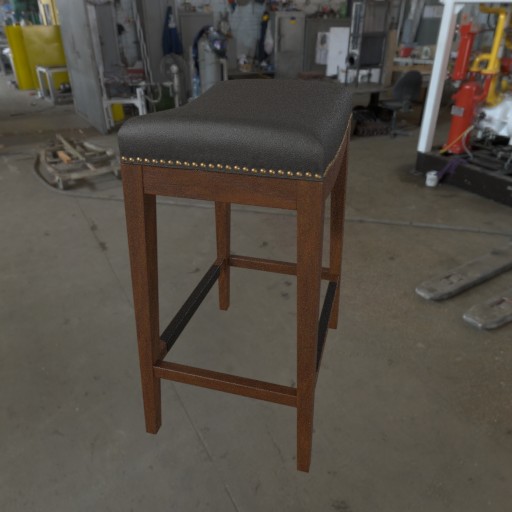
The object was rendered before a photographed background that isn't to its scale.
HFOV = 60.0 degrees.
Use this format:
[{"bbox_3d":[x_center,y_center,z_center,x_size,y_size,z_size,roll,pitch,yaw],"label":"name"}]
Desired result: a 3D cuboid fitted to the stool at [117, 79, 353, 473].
[{"bbox_3d":[0.000,0.000,0.956,0.353,0.664,0.490,8,30,14],"label":"stool"}]
